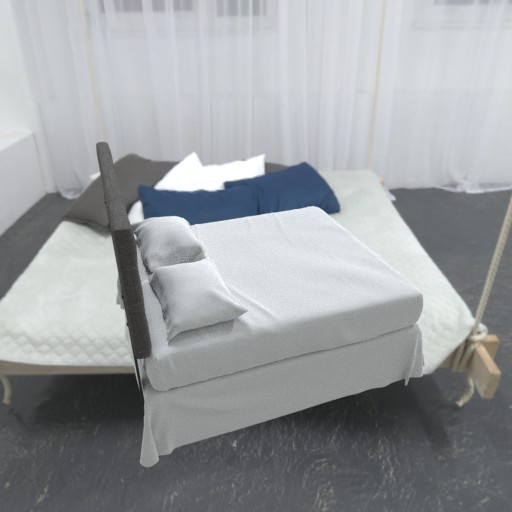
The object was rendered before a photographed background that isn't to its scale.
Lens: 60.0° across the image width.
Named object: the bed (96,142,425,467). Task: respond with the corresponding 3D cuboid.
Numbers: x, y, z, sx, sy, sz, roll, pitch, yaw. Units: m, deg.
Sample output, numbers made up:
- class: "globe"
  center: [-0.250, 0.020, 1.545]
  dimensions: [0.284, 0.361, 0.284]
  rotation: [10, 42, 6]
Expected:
- class: "bed"
  center: [0.000, 0.000, 3.470]
  dimensions: [2.222, 1.577, 1.936]
  rotation: [-10, 32, -17]
